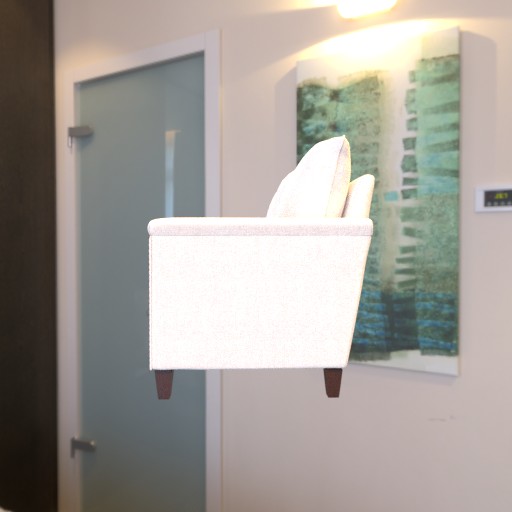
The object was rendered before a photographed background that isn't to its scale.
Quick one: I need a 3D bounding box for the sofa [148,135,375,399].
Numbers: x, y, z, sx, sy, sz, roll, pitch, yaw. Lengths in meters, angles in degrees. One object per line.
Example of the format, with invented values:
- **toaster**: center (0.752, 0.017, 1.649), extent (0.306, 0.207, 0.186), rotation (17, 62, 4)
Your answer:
- **sofa**: center (0.000, 0.000, 2.468), extent (0.828, 0.961, 1.925), rotation (0, 1, -2)
